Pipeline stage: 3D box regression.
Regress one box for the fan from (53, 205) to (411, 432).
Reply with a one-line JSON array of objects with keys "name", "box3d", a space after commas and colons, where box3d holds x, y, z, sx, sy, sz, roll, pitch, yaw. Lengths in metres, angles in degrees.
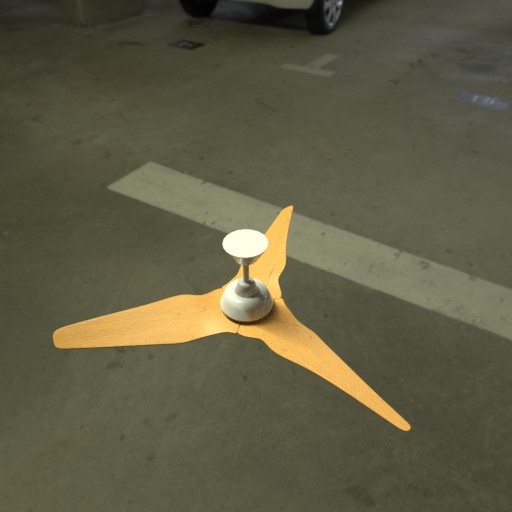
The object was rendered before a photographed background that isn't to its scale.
[{"name": "fan", "box3d": [0.000, 0.000, 1.623, 1.142, 0.355, 1.010, 10, 41, 11]}]
